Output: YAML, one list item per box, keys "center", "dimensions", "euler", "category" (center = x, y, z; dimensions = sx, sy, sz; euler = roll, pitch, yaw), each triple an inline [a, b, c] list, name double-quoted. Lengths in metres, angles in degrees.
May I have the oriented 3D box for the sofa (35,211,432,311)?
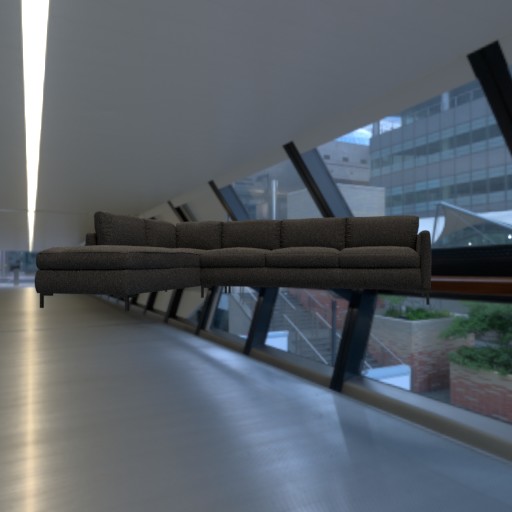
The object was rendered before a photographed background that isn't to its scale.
- center: [0.000, 0.000, 3.889]
  dimensions: [2.949, 0.815, 2.007]
  euler: [0, -1, 17]
  category: "sofa"
